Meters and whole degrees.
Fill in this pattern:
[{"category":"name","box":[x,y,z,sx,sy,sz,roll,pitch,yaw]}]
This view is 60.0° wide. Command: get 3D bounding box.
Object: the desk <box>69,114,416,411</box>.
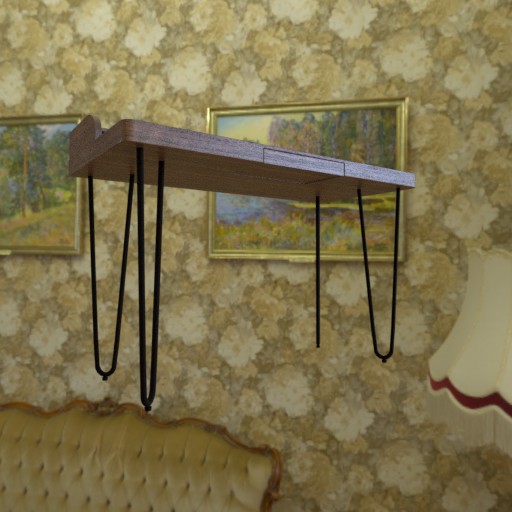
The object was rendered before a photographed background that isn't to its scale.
[{"category":"desk","box":[0.000,0.000,1.657,1.200,0.854,0.565,1,-1,-36]}]
